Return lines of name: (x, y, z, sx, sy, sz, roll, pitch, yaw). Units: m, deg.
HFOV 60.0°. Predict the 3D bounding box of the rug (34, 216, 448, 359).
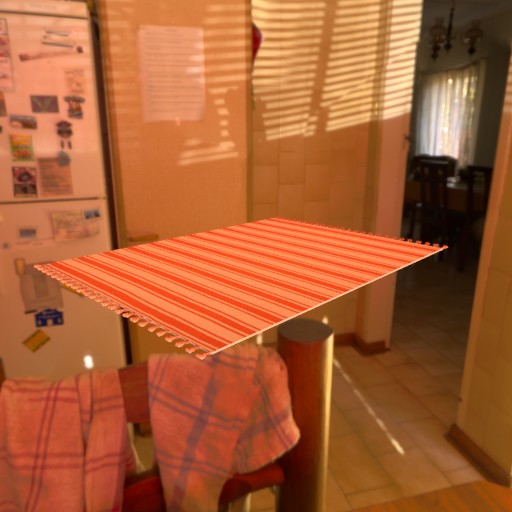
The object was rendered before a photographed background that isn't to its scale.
rug: (0.000, 0.000, 4.409, 2.451, 0.035, 3.369, 15, 22, 42)
